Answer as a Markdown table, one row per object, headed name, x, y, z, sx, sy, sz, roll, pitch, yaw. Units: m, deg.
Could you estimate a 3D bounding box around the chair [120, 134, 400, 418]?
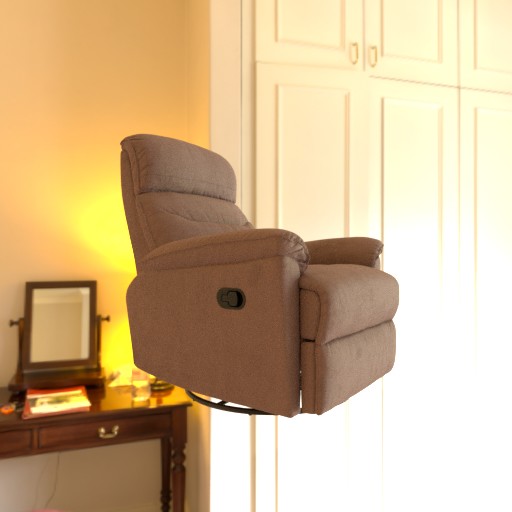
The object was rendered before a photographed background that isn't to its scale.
| name | x | y | z | sx | sy | sz | roll | pitch | yaw |
| --- | --- | --- | --- | --- | --- | --- | --- | --- | --- |
| chair | 0.000 | 0.000 | 1.785 | 1.004 | 1.037 | 0.820 | 0 | 0 | 35 |
